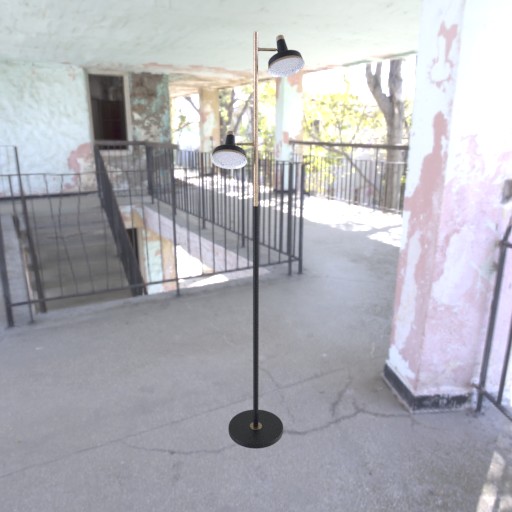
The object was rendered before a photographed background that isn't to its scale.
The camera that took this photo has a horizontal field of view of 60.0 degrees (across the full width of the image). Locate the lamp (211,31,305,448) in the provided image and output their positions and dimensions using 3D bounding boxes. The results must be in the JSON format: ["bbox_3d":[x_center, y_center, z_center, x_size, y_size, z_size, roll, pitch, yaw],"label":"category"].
[{"bbox_3d":[0.000,0.000,1.823,0.351,1.674,0.253,-2,16,-8],"label":"lamp"}]
